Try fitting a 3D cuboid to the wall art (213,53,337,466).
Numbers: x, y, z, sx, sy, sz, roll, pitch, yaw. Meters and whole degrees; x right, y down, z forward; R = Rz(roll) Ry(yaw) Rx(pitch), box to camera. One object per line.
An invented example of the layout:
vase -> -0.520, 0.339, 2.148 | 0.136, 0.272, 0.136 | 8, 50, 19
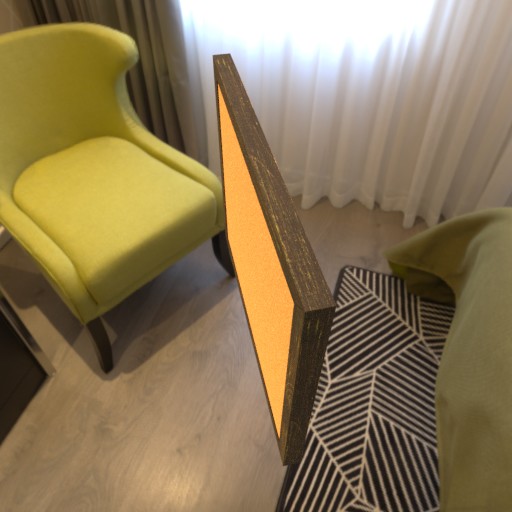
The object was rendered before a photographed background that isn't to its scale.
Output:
wall art -> 0.000, 0.000, 0.768 | 0.032, 0.457, 0.558 | -9, 49, -8
